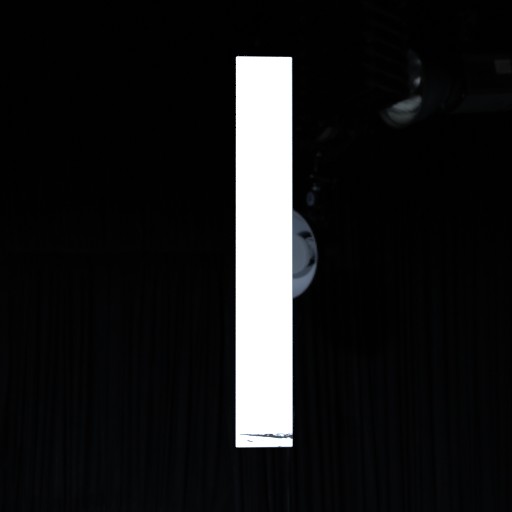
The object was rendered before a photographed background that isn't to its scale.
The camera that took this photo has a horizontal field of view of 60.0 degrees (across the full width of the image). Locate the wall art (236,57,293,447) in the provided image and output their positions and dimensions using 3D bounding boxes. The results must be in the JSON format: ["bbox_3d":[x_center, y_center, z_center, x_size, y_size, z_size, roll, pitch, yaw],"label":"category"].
[{"bbox_3d":[0.000,0.000,0.485,0.038,0.259,0.381,0,-1,-2],"label":"wall art"}]
